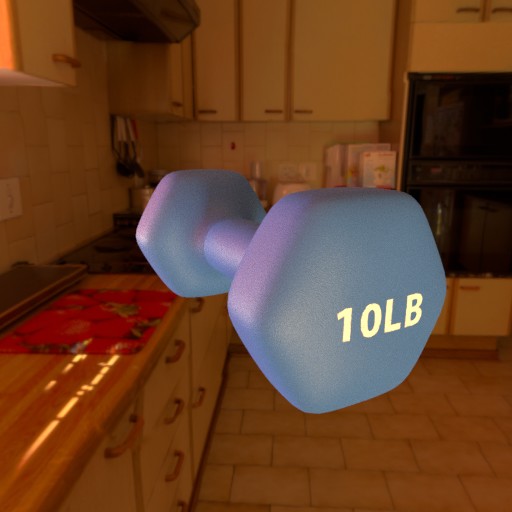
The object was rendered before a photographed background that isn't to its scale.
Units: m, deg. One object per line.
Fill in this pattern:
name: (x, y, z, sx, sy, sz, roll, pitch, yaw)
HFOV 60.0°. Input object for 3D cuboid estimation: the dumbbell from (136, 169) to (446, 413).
dumbbell: (0.000, 0.000, 0.262, 0.103, 0.093, 0.212, -7, 16, -26)
